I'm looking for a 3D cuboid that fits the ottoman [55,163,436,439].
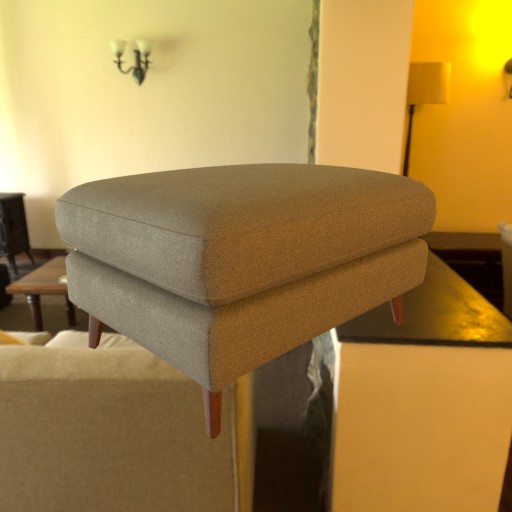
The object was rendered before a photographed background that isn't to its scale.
[{"bbox_3d":[0.000,0.000,1.146,0.811,0.449,0.608,-15,22,-43],"label":"ottoman"}]
